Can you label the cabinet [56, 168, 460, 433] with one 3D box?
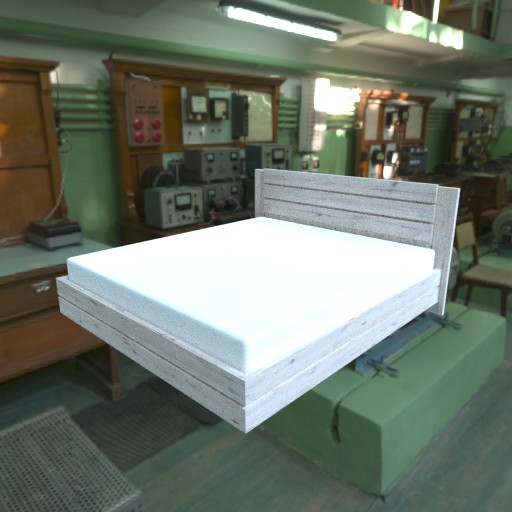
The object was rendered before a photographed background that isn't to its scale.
[{"bbox_3d":[0.000,0.000,3.148,1.950,0.970,2.080,15,23,41],"label":"cabinet"}]
